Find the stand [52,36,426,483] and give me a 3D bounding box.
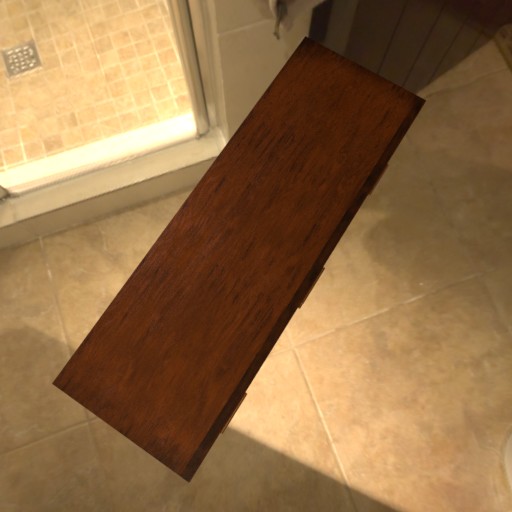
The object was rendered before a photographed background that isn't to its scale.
[{"bbox_3d":[0.000,0.000,1.648,0.481,0.610,1.372,32,78,8],"label":"stand"}]
